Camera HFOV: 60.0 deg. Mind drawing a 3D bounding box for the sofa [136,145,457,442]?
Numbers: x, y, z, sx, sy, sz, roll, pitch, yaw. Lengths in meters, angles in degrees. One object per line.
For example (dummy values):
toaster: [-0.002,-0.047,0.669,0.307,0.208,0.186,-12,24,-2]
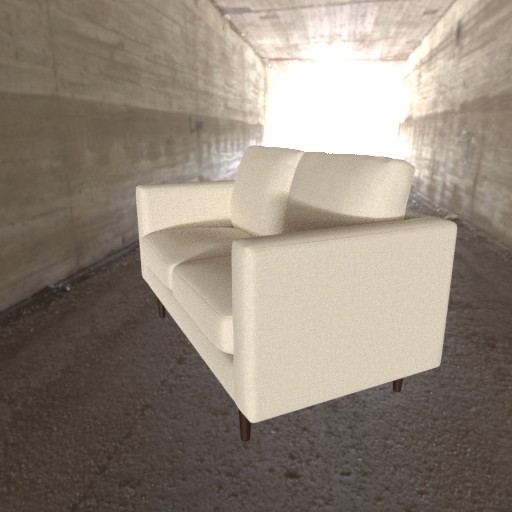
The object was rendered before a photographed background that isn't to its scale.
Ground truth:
sofa: [0.000,0.000,1.952,0.796,0.908,1.430,-8,18,-25]
